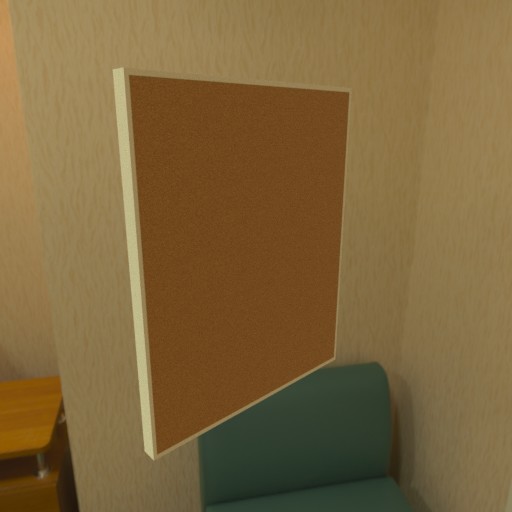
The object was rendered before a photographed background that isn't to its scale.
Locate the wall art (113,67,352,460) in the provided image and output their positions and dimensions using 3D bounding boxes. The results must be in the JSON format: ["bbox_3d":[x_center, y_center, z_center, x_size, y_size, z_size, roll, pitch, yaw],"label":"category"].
[{"bbox_3d":[0.000,0.000,0.743,0.443,0.549,0.030,-15,22,-41],"label":"wall art"}]
